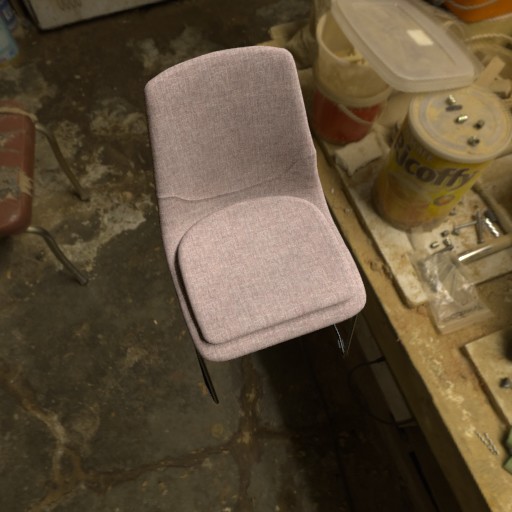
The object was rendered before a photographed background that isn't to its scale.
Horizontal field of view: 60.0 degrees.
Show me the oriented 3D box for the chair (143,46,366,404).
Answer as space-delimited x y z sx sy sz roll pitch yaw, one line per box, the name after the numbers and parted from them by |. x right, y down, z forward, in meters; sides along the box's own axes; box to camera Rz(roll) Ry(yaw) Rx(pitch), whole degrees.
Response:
0.000 0.000 1.153 0.479 0.858 0.518 -17 65 -8 | chair
